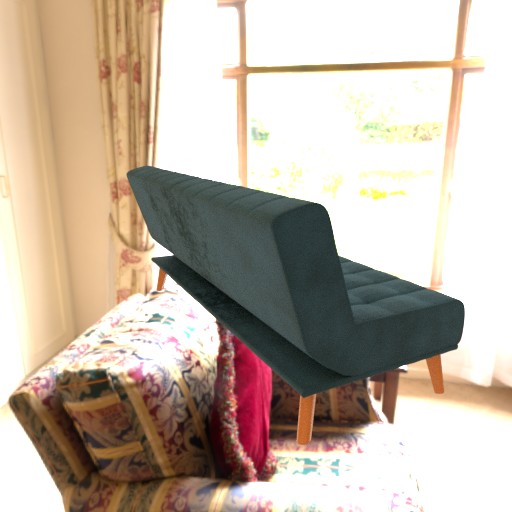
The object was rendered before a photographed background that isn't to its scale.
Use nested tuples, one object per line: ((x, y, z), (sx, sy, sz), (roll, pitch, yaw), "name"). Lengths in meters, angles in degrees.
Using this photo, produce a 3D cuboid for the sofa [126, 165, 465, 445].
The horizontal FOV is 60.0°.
((0.000, 0.000, 2.240), (0.855, 0.813, 1.804), (-8, 17, -27), "sofa")
